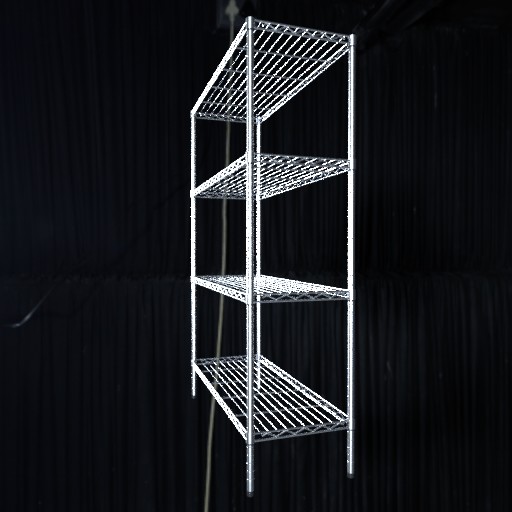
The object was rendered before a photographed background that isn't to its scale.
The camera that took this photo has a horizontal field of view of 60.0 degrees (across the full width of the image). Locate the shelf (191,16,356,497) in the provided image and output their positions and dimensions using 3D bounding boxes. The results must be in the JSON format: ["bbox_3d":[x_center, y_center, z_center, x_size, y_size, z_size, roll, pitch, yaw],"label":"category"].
[{"bbox_3d":[0.000,0.000,1.733,0.352,1.360,0.907,0,1,-18],"label":"shelf"}]
